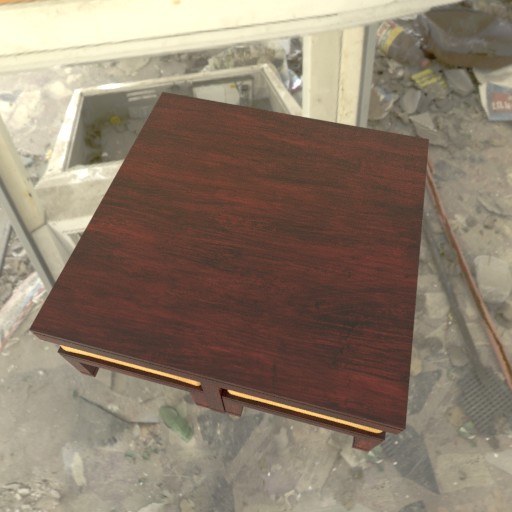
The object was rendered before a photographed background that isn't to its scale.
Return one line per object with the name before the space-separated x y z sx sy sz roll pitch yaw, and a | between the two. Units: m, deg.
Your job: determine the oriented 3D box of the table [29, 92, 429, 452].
table | 0.000 0.000 1.342 0.865 0.356 0.865 13 59 8
